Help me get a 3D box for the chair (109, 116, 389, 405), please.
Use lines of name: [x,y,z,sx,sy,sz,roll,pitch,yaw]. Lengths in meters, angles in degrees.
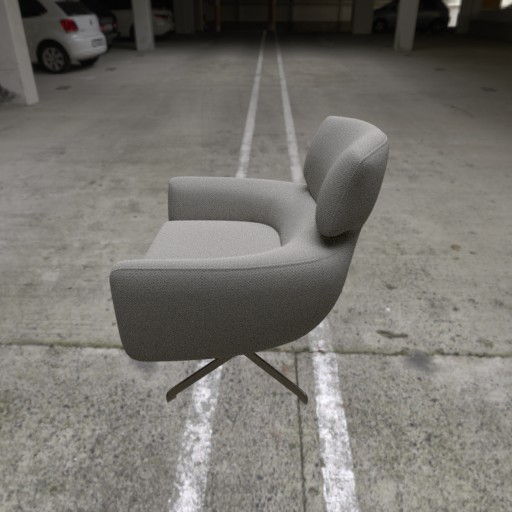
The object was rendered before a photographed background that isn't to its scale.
chair: [0.000,0.000,1.421,0.730,0.810,0.760,1,27,1]
